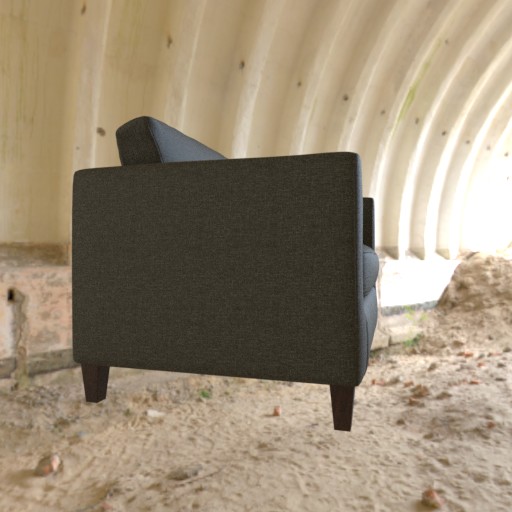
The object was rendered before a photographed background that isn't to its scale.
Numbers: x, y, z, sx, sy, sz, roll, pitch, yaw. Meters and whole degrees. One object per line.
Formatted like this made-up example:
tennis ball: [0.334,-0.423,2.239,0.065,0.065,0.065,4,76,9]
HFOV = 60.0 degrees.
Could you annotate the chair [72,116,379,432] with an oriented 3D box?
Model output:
chair: [0.000,0.000,1.809,0.959,0.963,1.107,0,0,17]
